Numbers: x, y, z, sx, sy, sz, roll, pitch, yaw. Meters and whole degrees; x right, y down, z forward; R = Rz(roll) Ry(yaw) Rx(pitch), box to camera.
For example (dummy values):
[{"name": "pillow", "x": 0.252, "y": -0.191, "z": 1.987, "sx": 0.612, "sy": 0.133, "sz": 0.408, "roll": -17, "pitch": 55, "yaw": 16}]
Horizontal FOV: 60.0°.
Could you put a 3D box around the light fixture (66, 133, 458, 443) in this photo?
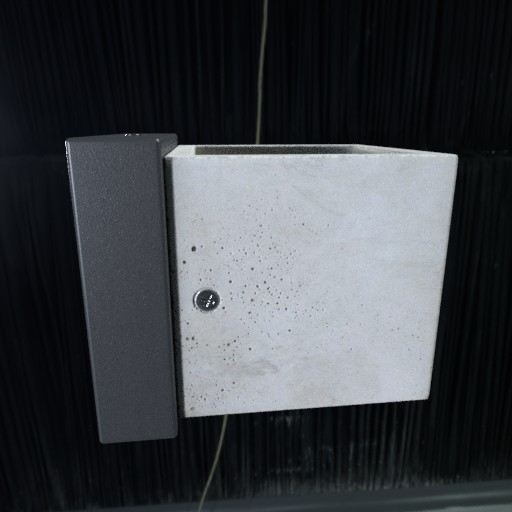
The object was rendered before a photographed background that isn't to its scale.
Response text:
[{"name": "light fixture", "x": 0.000, "y": 0.000, "z": 0.229, "sx": 0.143, "sy": 0.121, "sz": 0.121, "roll": -2, "pitch": 16, "yaw": -7}]
